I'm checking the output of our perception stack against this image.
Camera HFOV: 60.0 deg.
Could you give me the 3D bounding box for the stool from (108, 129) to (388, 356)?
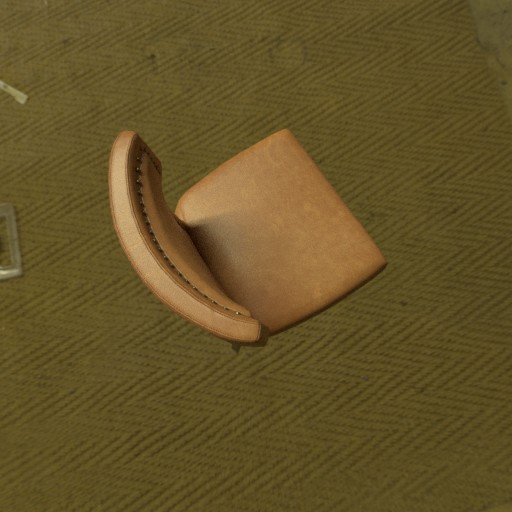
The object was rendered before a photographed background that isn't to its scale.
[{"bbox_3d":[0.000,0.000,1.383,0.563,1.092,0.526,-32,78,-8],"label":"stool"}]
